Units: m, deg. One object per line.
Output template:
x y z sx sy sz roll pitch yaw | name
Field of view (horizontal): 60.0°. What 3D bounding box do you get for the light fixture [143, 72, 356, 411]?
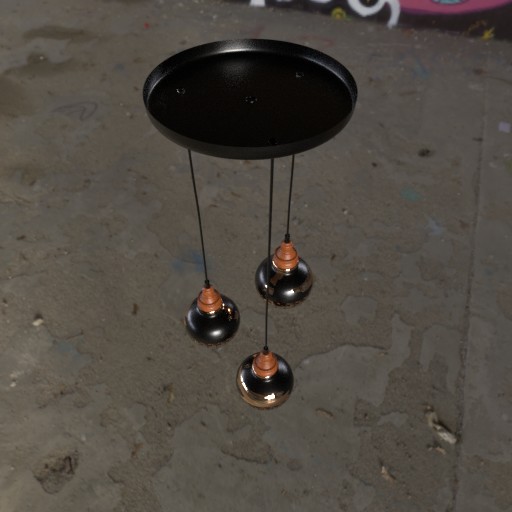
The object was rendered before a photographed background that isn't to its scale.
0.000 0.000 1.704 0.608 1.410 0.605 33 56 25 | light fixture
